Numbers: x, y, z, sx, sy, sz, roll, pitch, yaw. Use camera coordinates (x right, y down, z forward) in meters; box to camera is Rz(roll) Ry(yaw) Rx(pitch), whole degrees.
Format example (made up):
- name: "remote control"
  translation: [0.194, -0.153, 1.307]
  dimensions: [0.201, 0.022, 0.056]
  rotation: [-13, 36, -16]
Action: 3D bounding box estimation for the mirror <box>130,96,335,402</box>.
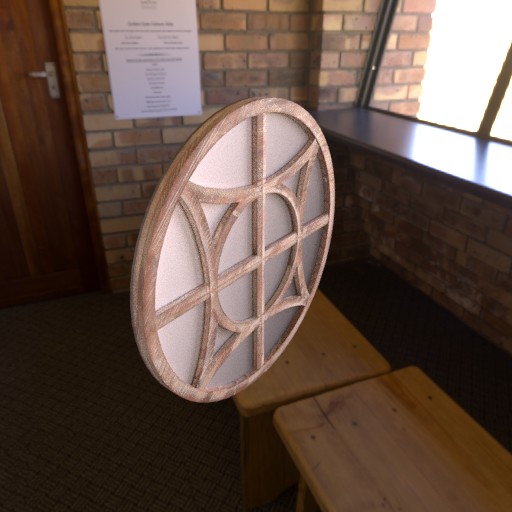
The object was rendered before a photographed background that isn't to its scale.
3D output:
- name: "mirror"
  translation: [0.000, 0.000, 1.051]
  dimensions: [0.038, 0.710, 0.710]
  rotation: [18, 32, 32]
